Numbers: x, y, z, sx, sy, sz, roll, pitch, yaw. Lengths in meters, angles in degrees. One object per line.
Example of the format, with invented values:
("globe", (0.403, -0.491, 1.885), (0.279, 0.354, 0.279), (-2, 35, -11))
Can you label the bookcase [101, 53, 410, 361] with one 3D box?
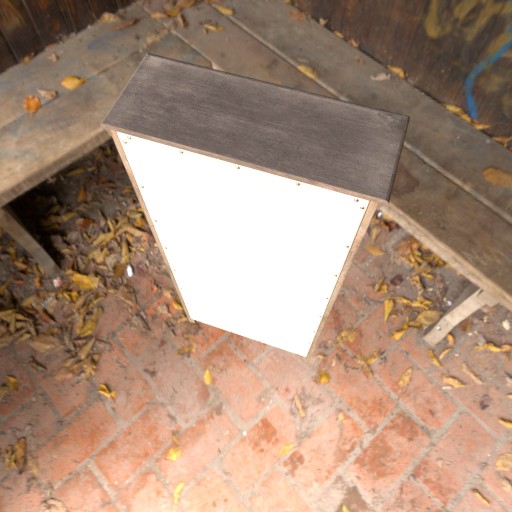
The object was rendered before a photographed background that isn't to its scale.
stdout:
("bookcase", (0.000, 0.000, 2.210), (0.906, 1.880, 0.348), (17, 64, 8))
